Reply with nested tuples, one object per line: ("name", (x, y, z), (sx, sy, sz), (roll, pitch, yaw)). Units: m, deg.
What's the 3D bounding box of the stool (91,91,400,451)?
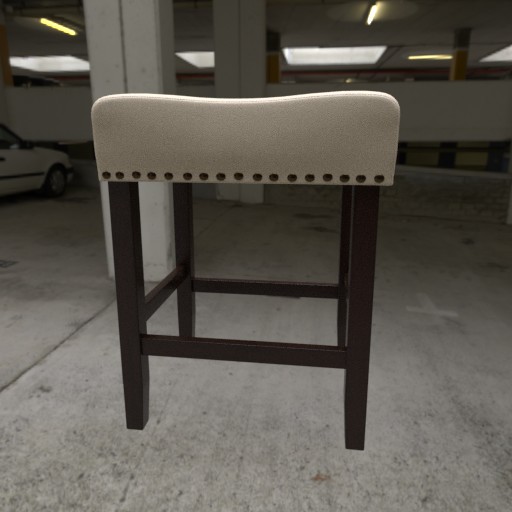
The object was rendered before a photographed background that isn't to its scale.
("stool", (0.000, 0.000, 0.916), (0.471, 0.609, 0.401), (2, 16, 8))
